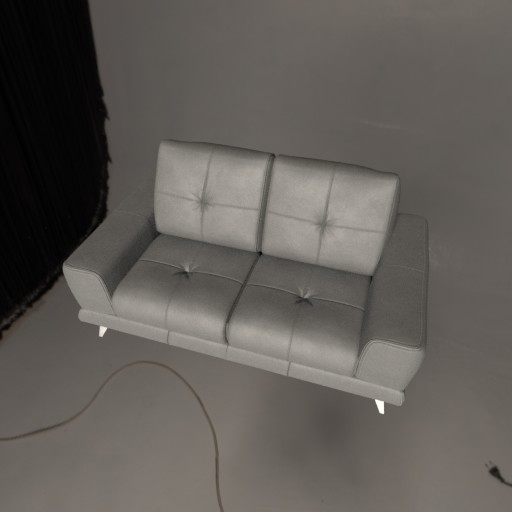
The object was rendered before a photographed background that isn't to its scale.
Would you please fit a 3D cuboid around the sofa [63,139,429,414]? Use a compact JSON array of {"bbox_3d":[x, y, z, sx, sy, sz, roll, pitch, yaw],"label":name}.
[{"bbox_3d":[0.000,0.000,2.437,1.806,0.907,1.018,12,42,13],"label":"sofa"}]
